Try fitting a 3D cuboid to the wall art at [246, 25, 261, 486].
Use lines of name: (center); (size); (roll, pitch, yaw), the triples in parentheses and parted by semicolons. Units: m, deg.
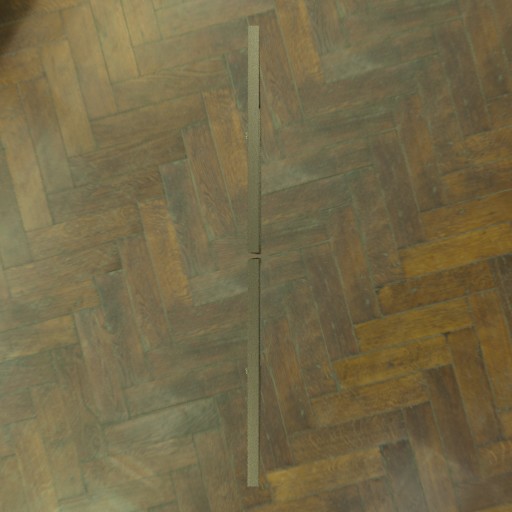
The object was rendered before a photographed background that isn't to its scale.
wall art: (0.000, 0.000, 1.507); (0.030, 1.032, 1.032); (0, 90, 1)
